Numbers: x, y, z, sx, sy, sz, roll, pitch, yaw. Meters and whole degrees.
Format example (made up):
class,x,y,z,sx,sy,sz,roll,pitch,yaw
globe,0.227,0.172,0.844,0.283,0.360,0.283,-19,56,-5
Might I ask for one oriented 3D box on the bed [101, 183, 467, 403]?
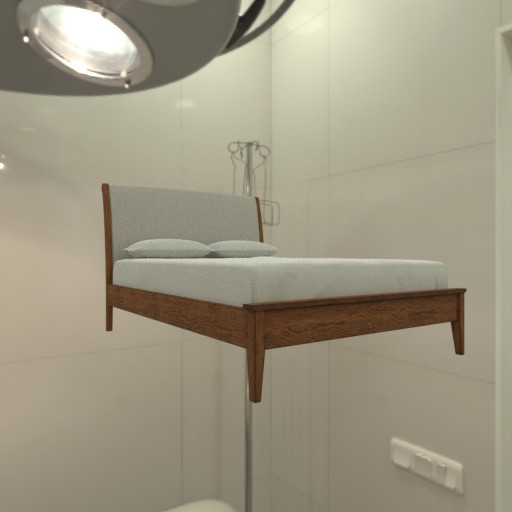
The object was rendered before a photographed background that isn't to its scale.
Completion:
class,x,y,z,sx,sy,sz,roll,pitch,yaw
bed,0.000,0.000,2.995,1.502,1.135,2.108,0,0,-35
